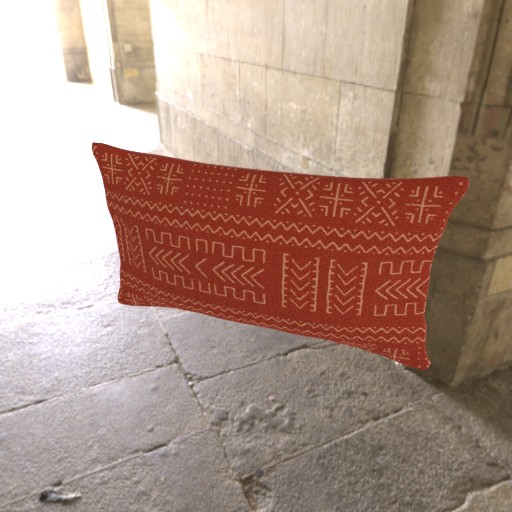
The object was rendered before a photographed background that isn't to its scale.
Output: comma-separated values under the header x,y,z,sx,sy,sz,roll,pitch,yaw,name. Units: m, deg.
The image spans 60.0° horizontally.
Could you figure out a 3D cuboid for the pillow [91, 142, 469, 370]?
x,y,z,sx,sy,sz,roll,pitch,yaw,name
0.000,0.000,0.784,0.640,0.352,0.130,9,29,17,pillow
